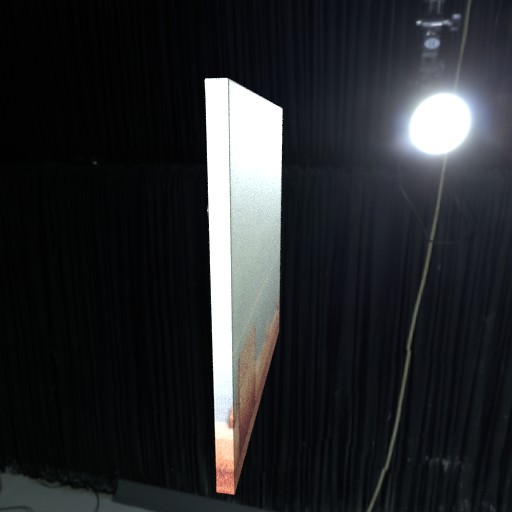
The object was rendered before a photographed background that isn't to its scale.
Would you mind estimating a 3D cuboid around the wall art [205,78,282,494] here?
[{"bbox_3d":[0.000,0.000,1.131,0.042,0.760,0.760,2,15,9],"label":"wall art"}]
